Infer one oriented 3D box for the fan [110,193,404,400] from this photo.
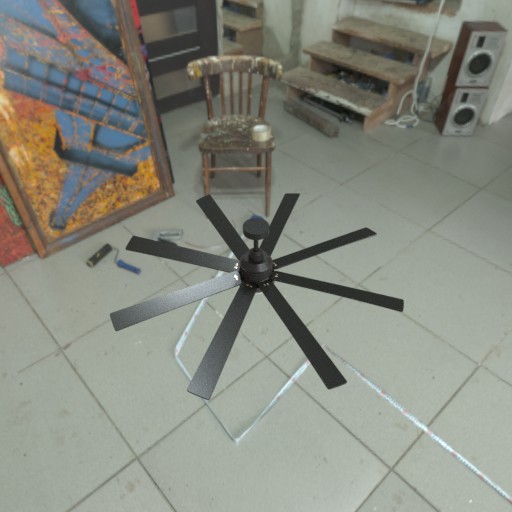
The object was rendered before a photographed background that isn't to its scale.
[{"bbox_3d":[0.000,0.000,2.729,1.830,0.472,1.830,13,44,13],"label":"fan"}]
